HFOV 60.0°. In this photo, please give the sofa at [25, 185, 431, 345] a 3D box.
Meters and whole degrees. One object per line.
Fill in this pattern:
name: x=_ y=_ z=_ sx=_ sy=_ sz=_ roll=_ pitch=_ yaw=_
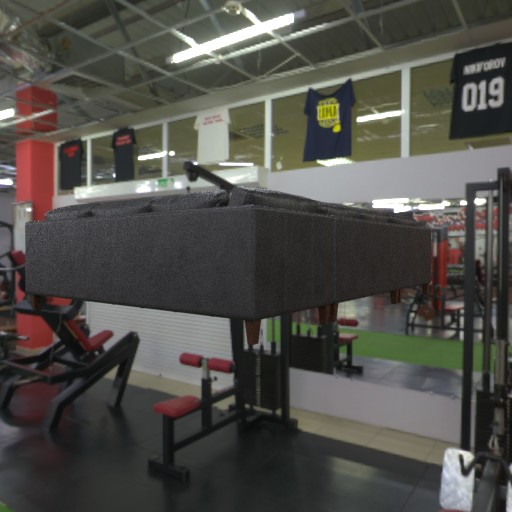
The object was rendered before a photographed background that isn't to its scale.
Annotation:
sofa: x=0.000 y=0.000 z=4.377 sx=2.452 sy=0.891 sz=3.324 roll=1 pitch=1 yaw=37
